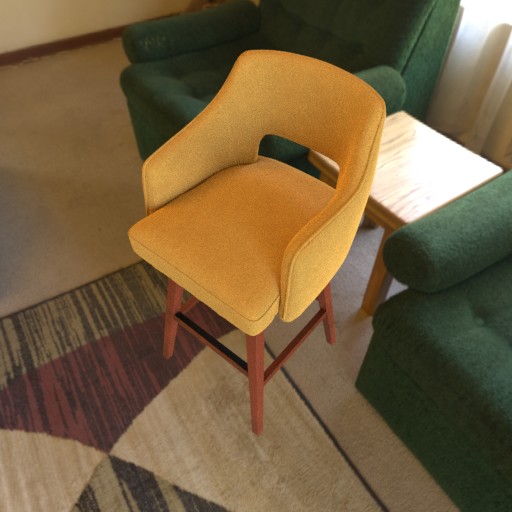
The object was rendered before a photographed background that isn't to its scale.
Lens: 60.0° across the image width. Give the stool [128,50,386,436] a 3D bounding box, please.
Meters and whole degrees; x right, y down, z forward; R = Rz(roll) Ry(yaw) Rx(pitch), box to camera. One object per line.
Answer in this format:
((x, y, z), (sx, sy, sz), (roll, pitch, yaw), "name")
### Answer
((0.000, 0.000, 1.352), (0.548, 1.012, 0.558), (32, 55, 25), "stool")
